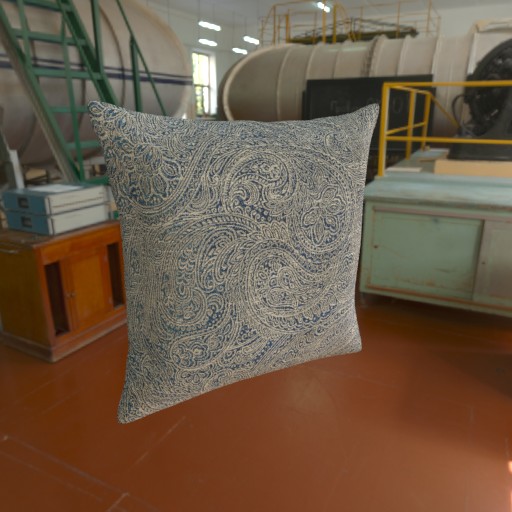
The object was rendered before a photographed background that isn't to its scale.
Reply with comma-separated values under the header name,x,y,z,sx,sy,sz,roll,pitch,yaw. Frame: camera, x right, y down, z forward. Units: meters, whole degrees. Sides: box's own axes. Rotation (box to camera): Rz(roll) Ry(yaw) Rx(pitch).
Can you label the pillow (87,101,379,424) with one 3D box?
name,x,y,z,sx,sy,sz,roll,pitch,yaw
pillow,0.000,0.000,0.778,0.523,0.510,0.166,-10,20,-27
